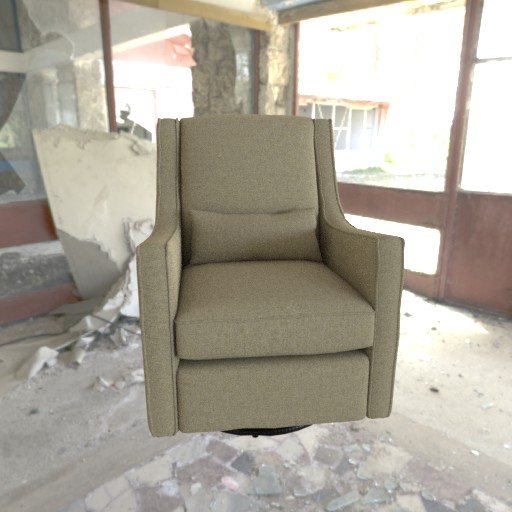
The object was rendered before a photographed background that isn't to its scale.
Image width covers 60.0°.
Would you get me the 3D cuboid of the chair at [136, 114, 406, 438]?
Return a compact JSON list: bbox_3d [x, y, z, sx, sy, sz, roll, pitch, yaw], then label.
[{"bbox_3d":[0.000,0.000,1.582,0.732,0.993,0.879,-2,16,-7],"label":"chair"}]
